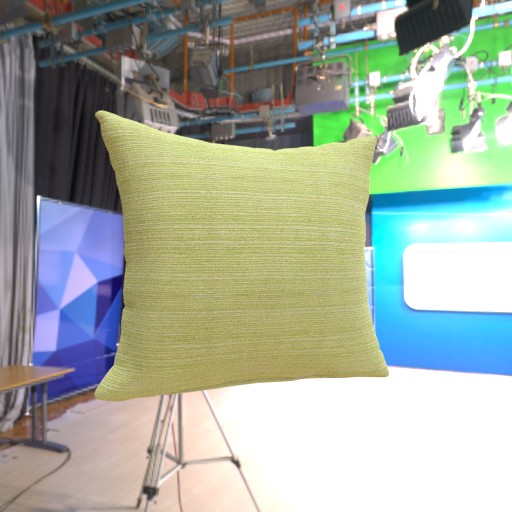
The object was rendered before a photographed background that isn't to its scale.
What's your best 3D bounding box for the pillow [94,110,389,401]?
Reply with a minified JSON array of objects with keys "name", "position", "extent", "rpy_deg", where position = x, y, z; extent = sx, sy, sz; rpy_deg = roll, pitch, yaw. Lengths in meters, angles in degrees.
[{"name":"pillow","position":[0.000,0.000,0.815],"extent":[0.560,0.487,0.229],"rpy_deg":[0,-1,-18]}]
